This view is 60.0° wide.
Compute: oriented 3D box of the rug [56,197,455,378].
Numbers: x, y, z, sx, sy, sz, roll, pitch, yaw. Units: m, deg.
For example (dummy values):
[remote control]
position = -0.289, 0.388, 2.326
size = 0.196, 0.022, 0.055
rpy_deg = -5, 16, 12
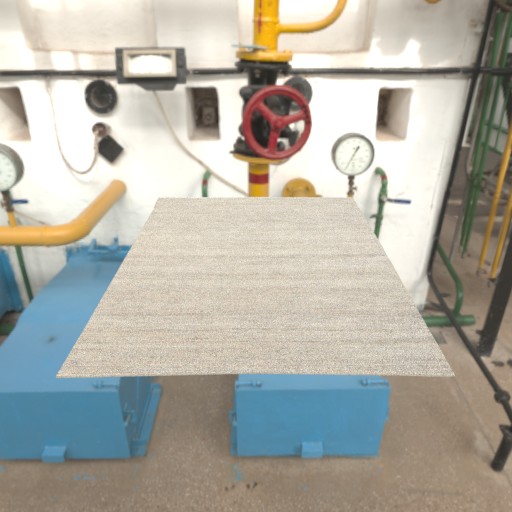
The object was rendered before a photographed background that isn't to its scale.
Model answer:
[rug]
position = 0.000, 0.000, 4.650
size = 2.757, 0.051, 3.626
rpy_deg = 0, 27, 0
